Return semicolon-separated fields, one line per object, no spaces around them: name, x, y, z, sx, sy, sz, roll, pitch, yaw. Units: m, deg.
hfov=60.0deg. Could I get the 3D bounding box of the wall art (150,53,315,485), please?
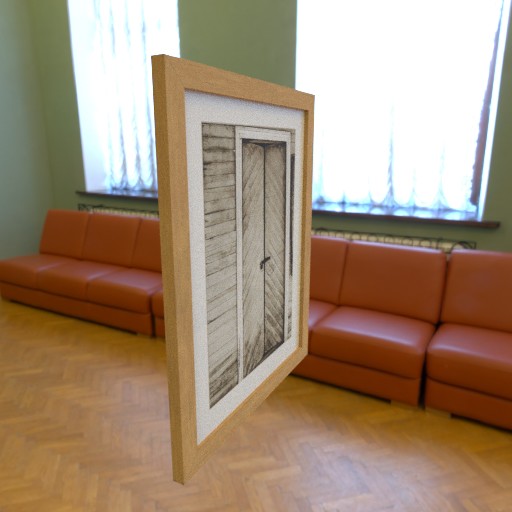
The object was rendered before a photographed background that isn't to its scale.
wall art;0.000;0.000;0.755;0.020;0.561;0.460;7;16;27
